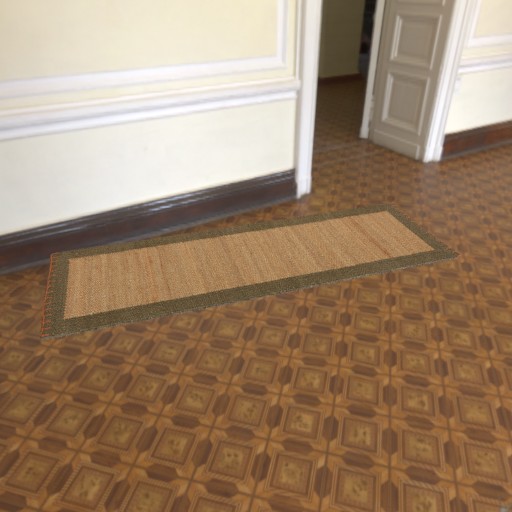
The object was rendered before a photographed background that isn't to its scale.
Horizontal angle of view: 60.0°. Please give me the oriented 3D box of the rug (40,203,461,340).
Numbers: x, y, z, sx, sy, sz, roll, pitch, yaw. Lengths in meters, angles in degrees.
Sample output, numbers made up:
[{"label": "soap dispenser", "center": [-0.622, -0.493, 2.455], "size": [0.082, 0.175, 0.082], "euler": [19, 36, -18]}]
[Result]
[{"label": "rug", "center": [0.000, 0.000, 2.726], "size": [2.413, 0.016, 0.810], "euler": [-10, 34, -15]}]
